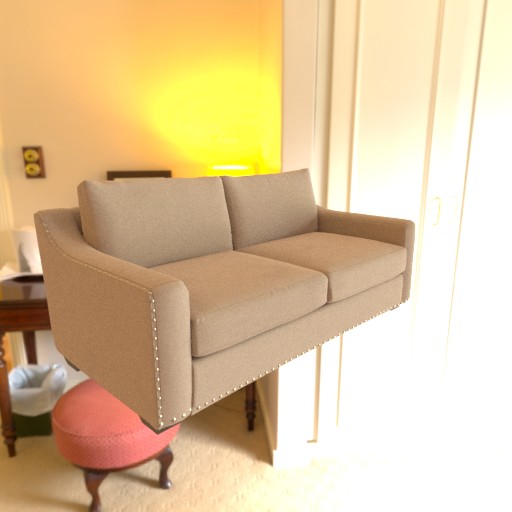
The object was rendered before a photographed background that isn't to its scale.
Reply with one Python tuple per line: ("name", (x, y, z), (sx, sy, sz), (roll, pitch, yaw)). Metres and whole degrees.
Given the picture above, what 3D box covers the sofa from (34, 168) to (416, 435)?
("sofa", (0.000, 0.000, 2.494), (1.030, 0.901, 1.967), (13, 19, 43))
